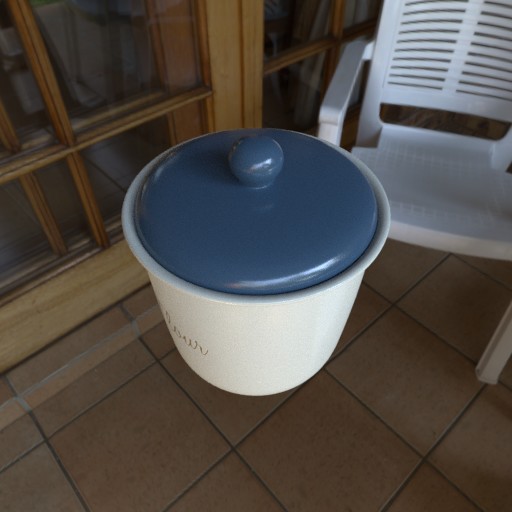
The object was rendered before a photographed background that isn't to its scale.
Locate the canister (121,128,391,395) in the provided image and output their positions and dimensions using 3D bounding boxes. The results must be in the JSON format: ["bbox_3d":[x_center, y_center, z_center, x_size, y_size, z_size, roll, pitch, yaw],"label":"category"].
[{"bbox_3d":[0.000,0.000,0.348,0.182,0.208,0.182,0,47,0],"label":"canister"}]
